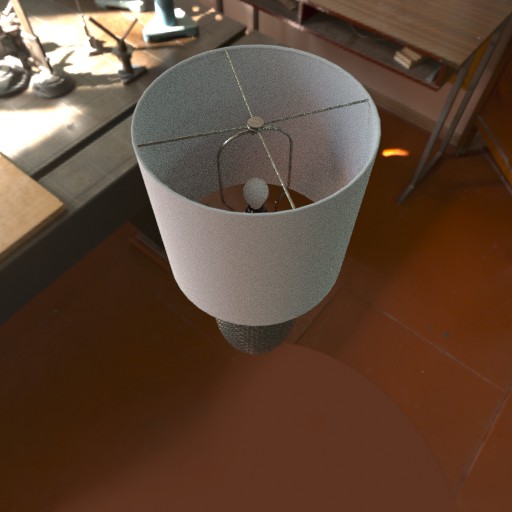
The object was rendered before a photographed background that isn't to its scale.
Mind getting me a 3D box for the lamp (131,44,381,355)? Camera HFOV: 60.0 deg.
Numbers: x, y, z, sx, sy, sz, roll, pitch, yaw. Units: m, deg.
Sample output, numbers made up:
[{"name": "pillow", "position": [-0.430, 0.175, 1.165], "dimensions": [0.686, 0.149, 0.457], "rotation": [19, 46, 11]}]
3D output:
[{"name": "lamp", "position": [0.000, 0.000, 0.579], "dimensions": [0.217, 0.453, 0.217], "rotation": [-14, 59, -9]}]
